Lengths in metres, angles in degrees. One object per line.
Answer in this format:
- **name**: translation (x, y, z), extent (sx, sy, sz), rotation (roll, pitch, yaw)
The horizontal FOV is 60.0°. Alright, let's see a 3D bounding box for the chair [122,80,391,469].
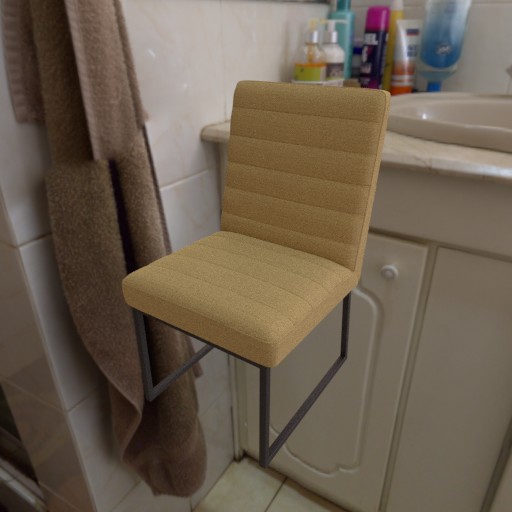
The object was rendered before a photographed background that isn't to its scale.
- **chair**: translation (0.000, 0.000, 1.339), extent (0.520, 0.930, 0.634), rotation (17, 32, 30)
